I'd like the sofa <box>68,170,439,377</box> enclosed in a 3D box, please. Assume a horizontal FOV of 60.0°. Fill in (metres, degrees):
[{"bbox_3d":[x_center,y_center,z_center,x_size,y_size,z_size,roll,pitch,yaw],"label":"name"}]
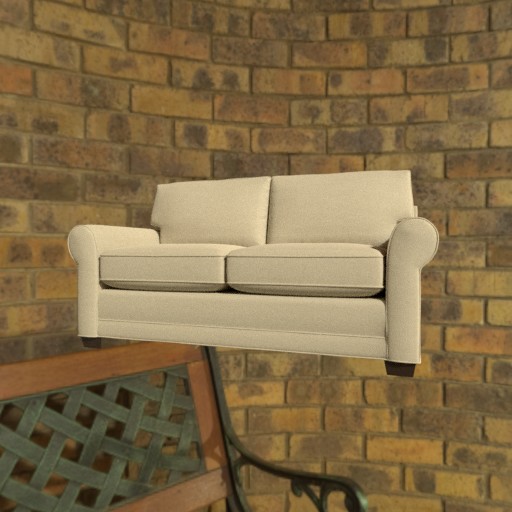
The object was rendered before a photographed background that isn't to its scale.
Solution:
[{"bbox_3d":[0.000,0.000,2.362,1.774,0.933,0.861,0,1,20],"label":"sofa"}]
